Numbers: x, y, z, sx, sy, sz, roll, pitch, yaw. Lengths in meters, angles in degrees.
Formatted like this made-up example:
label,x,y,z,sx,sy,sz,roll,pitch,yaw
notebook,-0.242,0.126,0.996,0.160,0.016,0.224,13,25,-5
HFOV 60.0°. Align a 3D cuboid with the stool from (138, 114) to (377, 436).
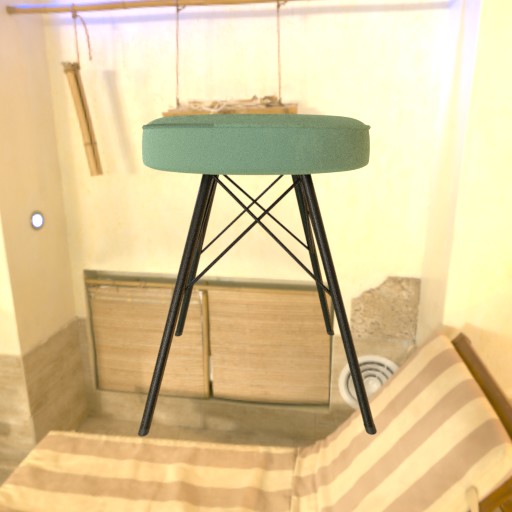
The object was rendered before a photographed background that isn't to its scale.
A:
label,x,y,z,sx,sy,sz,roll,pitch,yaw
stool,0.000,0.000,0.871,0.458,0.519,0.457,2,15,7
